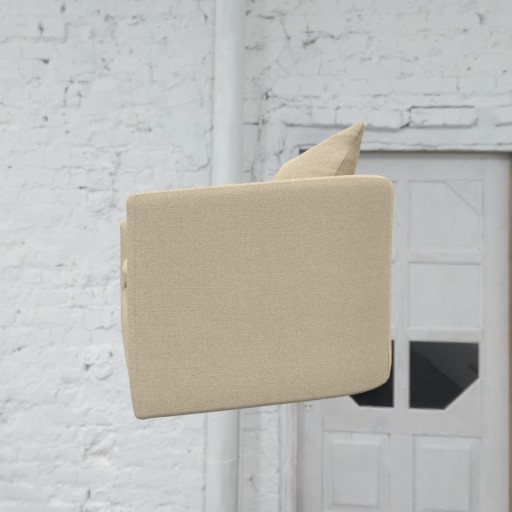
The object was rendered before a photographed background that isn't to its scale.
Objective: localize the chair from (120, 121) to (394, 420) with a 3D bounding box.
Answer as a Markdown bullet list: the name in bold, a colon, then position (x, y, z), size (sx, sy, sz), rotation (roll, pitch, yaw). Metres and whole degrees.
- **chair**: position (0.000, 0.000, 1.573), size (0.910, 0.848, 0.845), rotation (0, 0, -18)
